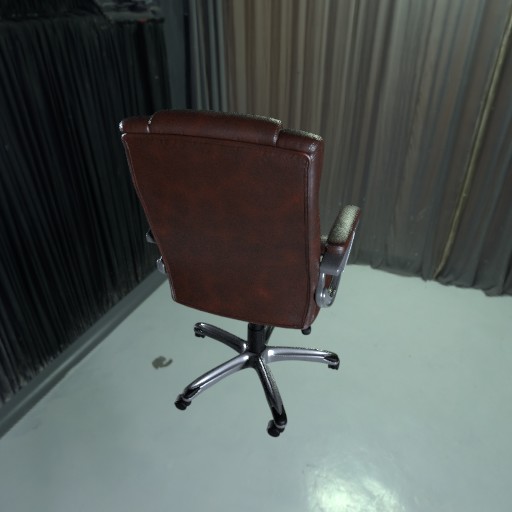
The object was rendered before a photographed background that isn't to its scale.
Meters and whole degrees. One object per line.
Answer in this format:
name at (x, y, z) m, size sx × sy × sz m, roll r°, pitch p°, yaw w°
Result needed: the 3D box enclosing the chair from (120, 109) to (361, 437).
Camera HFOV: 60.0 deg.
chair at (0.000, 0.000, 1.559) m, size 0.656 × 1.128 × 0.692 m, roll 10°, pitch 33°, yaw 16°
